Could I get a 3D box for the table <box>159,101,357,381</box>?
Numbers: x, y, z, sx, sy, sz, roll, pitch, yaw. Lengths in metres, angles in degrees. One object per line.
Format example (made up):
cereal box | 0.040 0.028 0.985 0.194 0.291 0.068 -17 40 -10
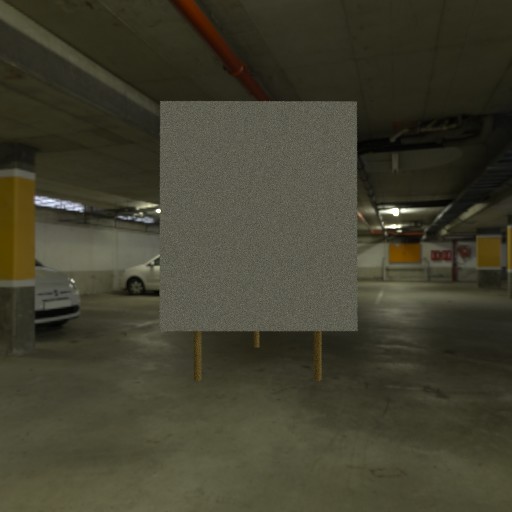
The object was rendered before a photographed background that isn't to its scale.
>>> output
table | 0.000 0.000 1.877 0.508 0.769 1.500 0 -1 0
